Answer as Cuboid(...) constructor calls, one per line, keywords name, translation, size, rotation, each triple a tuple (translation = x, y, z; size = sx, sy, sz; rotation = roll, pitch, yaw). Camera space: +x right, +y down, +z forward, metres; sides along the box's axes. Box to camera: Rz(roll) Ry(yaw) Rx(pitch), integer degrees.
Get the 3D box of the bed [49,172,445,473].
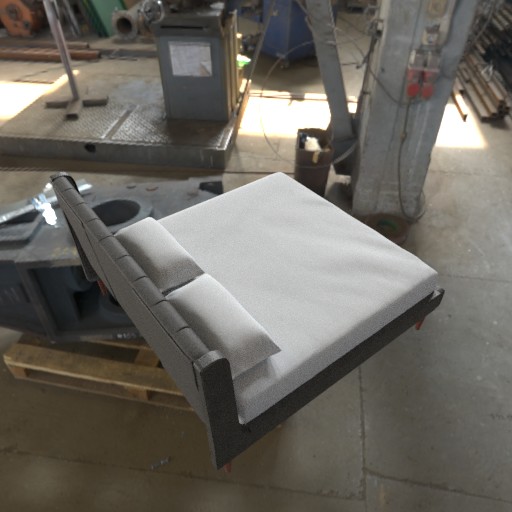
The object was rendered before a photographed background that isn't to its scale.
Cuboid(name="bed", translation=(0.000, 0.000, 3.191), size=(2.031, 1.158, 1.903), rotation=(-27, 48, -27))
